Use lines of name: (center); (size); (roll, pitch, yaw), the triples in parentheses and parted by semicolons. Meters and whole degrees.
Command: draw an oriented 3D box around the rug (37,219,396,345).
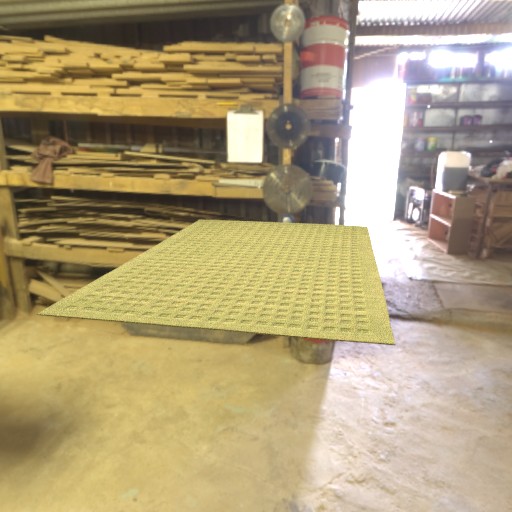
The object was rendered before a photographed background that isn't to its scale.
rug: (0.000, 0.000, 2.902); (1.529, 0.007, 2.297); (3, 16, 11)
